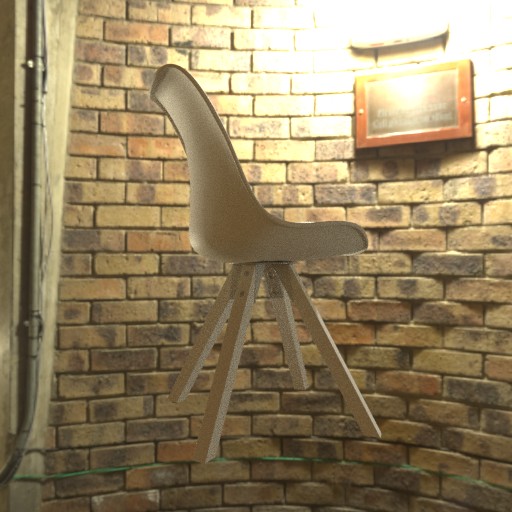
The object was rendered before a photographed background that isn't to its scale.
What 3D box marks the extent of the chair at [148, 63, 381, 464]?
[{"bbox_3d":[0.000,0.000,1.165,0.550,0.850,0.485,0,-1,-18],"label":"chair"}]
